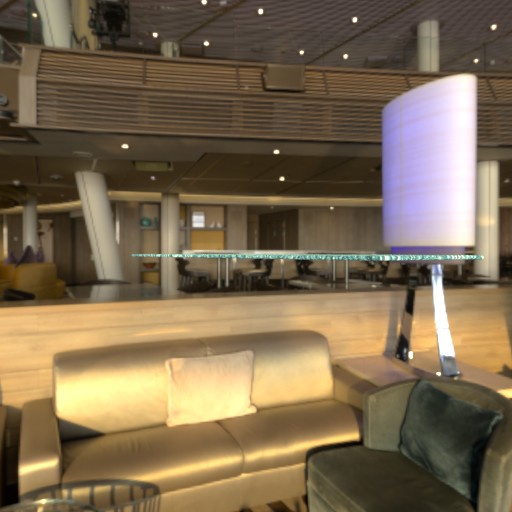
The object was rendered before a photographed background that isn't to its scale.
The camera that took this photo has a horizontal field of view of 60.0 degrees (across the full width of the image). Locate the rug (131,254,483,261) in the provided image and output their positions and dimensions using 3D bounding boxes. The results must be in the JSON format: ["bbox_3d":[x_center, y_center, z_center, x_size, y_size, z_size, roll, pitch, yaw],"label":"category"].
[{"bbox_3d":[0.000,0.000,2.552,0.676,0.016,2.286,0,0,-35],"label":"rug"}]
